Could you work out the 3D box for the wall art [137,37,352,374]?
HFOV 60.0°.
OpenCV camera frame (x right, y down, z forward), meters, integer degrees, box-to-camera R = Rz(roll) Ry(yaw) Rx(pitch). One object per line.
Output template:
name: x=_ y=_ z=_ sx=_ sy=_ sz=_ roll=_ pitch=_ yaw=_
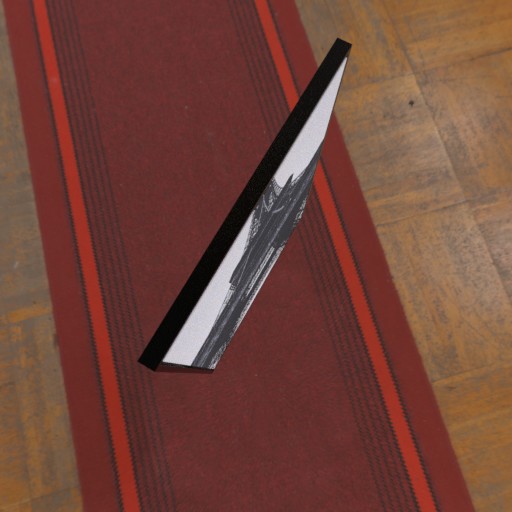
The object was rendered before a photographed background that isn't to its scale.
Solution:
wall art: x=0.000 y=0.000 z=1.403 sx=0.040 sy=1.062 sz=0.805 roll=29 pitch=77 yaw=7
